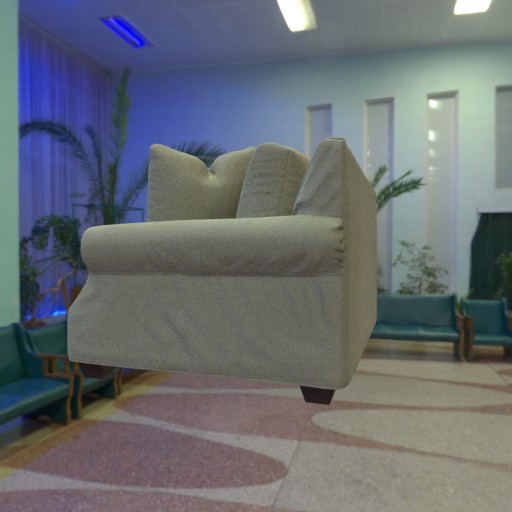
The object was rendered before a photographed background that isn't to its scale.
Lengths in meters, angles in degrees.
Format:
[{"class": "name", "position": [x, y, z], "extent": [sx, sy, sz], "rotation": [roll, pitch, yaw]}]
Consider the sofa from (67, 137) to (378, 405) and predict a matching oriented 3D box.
[{"class": "sofa", "position": [0.000, 0.000, 2.166], "extent": [1.070, 0.905, 1.550], "rotation": [0, 1, 19]}]
